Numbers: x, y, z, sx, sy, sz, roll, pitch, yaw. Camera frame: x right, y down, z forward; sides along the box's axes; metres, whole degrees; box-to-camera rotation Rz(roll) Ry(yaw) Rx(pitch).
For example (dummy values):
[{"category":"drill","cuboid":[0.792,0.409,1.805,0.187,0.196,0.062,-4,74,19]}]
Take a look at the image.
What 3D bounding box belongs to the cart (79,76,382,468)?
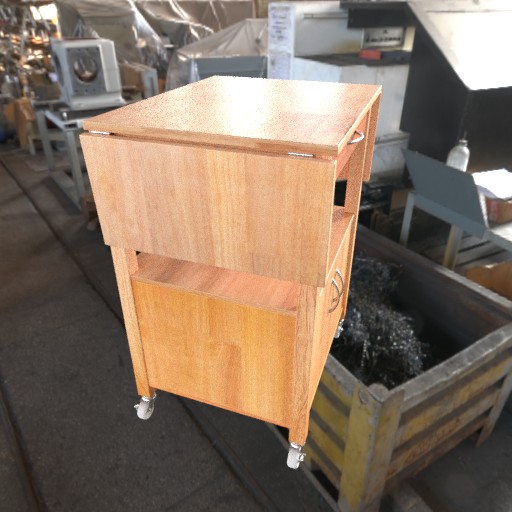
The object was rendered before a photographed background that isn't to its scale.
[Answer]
[{"category":"cart","cuboid":[0.000,0.000,1.240,0.508,0.838,0.640,11,32,17]}]
